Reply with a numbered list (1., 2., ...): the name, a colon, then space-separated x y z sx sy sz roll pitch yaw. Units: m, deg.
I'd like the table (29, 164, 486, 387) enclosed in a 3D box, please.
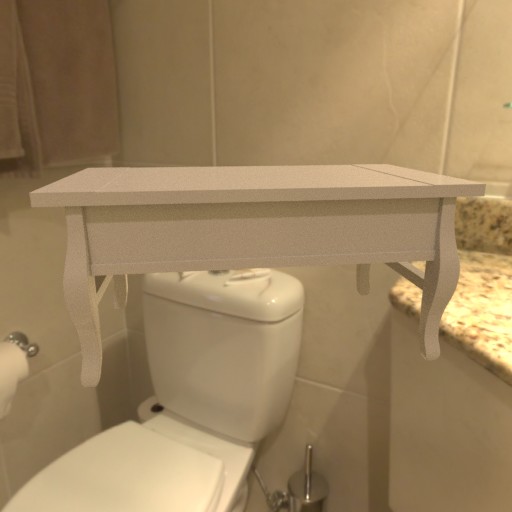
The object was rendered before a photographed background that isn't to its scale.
1. table: 0.000 0.000 1.364 1.062 0.495 0.600 -2 17 -8
